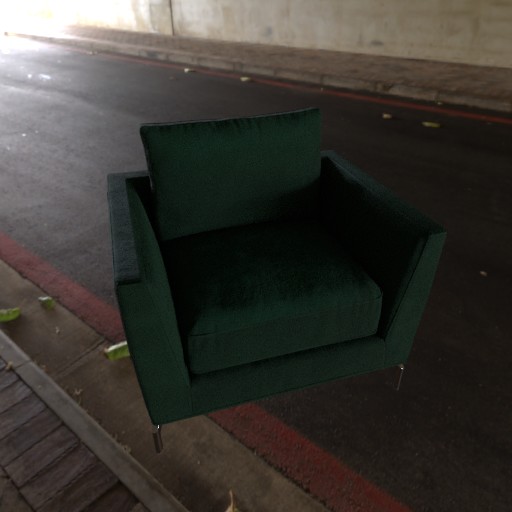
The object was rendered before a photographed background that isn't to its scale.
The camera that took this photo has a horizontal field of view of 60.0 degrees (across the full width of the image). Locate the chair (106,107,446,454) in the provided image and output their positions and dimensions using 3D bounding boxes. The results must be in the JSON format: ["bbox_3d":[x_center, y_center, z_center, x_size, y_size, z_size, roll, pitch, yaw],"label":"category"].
[{"bbox_3d":[0.000,0.000,1.759,1.047,0.997,0.852,-9,33,-15],"label":"chair"}]
